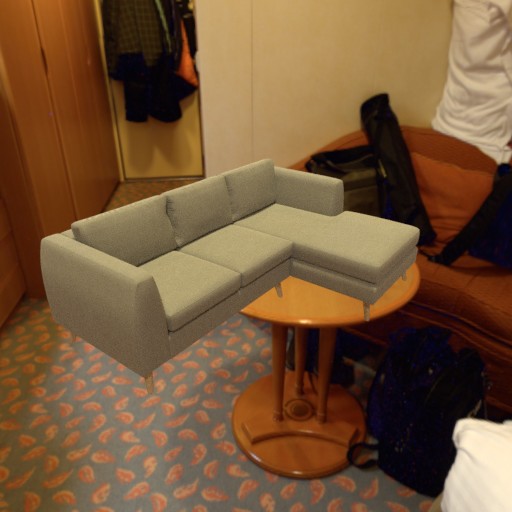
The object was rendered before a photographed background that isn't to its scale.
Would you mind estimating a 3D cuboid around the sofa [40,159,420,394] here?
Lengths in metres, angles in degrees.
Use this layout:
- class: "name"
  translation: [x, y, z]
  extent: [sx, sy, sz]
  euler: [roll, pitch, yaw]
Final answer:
- class: "sofa"
  translation: [0.000, 0.000, 3.147]
  extent: [1.580, 0.860, 2.300]
  euler: [19, 32, 33]
